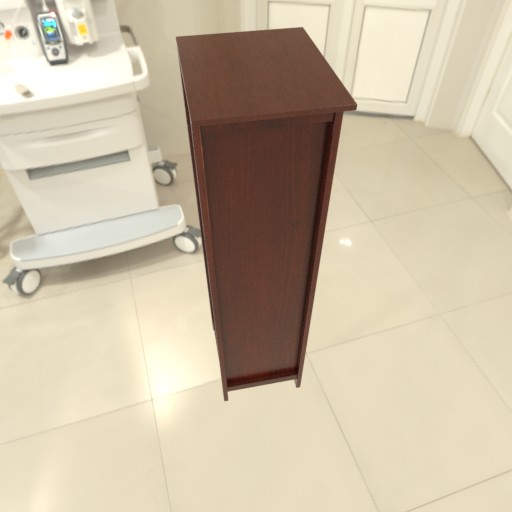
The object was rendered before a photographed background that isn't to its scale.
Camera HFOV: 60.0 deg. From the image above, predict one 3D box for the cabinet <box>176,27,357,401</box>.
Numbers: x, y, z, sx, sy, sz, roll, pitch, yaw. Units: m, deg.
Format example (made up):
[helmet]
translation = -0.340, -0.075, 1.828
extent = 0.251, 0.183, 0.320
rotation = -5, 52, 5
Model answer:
[cabinet]
translation = 0.000, 0.000, 1.764
extent = 0.401, 1.518, 0.500
rotation = -8, 48, -8
